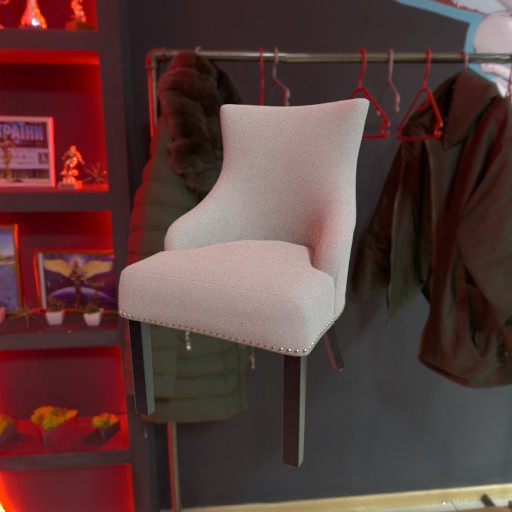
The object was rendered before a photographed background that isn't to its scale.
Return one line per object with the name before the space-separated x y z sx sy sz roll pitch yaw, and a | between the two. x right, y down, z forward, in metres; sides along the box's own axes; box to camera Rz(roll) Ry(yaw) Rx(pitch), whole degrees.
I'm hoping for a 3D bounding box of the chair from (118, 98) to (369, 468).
chair | 0.000 0.000 1.321 0.566 0.909 0.629 7 16 26
